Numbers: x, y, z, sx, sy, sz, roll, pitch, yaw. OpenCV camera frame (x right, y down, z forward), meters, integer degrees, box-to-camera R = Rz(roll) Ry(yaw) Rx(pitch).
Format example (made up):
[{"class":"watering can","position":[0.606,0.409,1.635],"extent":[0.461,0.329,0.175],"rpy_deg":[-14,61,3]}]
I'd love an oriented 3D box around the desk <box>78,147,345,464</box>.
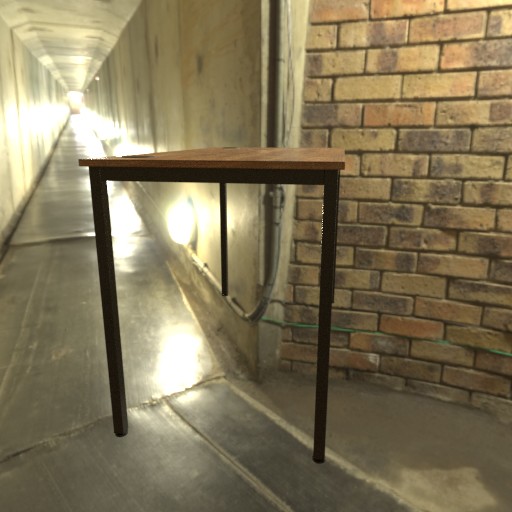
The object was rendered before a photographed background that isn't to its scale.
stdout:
[{"class":"desk","position":[0.000,0.000,1.624],"extent":[0.600,0.749,1.200],"rpy_deg":[3,15,10]}]
